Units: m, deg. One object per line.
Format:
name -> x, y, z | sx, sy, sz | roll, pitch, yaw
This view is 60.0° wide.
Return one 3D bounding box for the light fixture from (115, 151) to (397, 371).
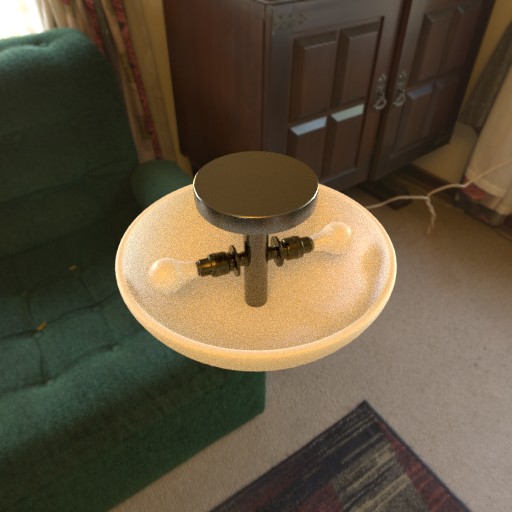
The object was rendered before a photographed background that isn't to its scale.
light fixture -> 0.000, 0.000, 0.545 | 0.330, 0.214, 0.330 | 0, 41, 0
